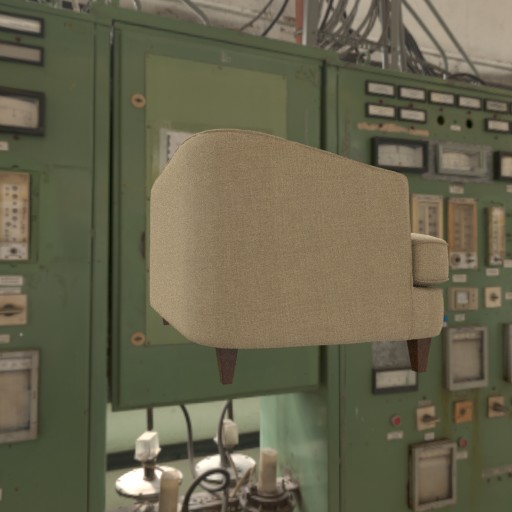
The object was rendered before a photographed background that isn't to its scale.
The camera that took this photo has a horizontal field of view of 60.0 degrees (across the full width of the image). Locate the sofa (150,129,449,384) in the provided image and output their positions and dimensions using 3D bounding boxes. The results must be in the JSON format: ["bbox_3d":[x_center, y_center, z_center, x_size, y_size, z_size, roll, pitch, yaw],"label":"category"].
[{"bbox_3d":[0.000,0.000,2.250,0.941,0.855,1.733,0,-1,-19],"label":"sofa"}]
